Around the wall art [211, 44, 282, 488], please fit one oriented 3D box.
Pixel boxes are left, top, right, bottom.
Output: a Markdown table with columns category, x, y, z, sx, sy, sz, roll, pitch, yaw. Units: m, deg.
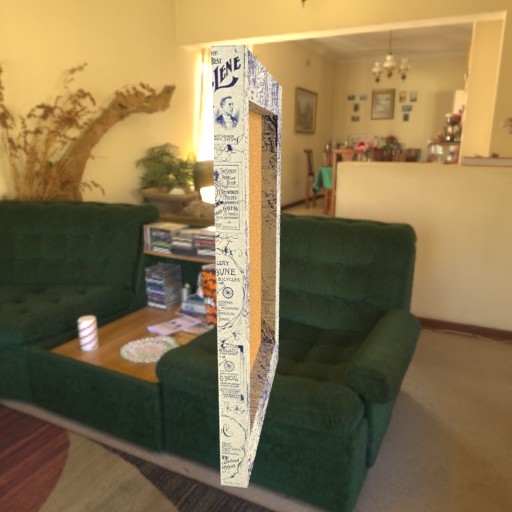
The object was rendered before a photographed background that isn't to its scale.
| category | x | y | z | sx | sy | sz | roll | pitch | yaw |
| --- | --- | --- | --- | --- | --- | --- | --- | --- | --- |
| wall art | 0.000 | 0.000 | 0.776 | 0.040 | 0.601 | 0.408 | 2 | 15 | 9 |
